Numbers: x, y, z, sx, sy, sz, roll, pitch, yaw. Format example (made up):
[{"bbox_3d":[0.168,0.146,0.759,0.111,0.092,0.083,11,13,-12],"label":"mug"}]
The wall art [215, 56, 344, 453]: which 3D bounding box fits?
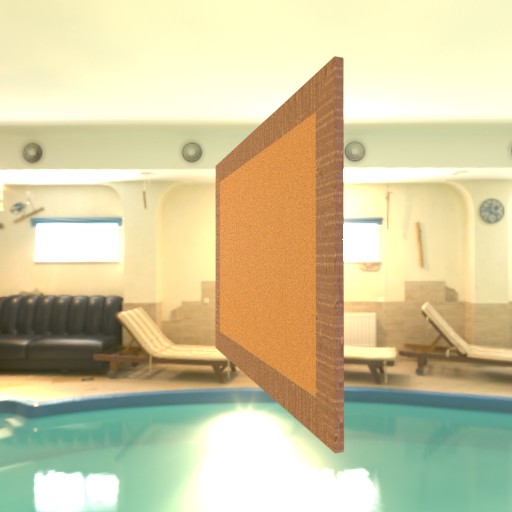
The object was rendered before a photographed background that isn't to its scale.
[{"bbox_3d":[0.000,0.000,1.353,0.020,0.761,1.056,0,0,-18],"label":"wall art"}]
